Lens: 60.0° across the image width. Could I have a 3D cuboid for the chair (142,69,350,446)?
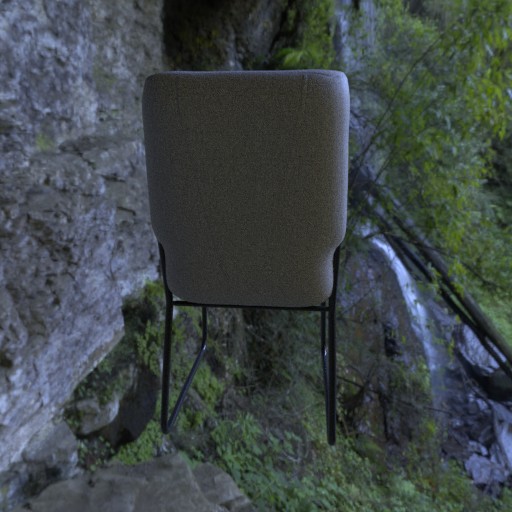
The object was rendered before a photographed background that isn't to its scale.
[{"bbox_3d":[0.000,0.000,1.181,0.448,0.864,0.560,2,16,6],"label":"chair"}]
